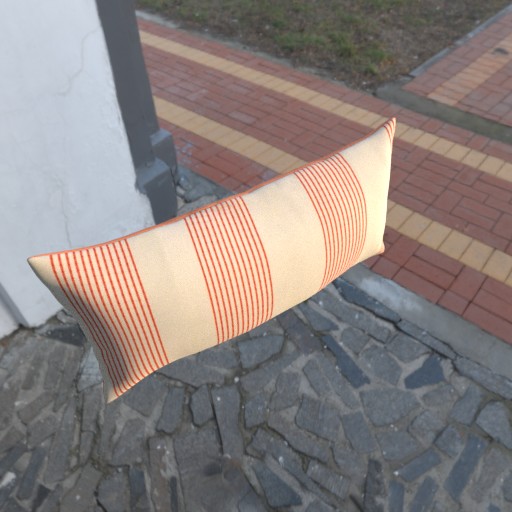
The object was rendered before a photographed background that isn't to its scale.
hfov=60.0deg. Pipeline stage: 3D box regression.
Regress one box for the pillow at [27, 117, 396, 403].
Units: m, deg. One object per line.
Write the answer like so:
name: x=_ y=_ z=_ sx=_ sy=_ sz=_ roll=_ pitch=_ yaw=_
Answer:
pillow: x=0.000 y=0.000 z=0.726 sx=0.608 sy=0.292 sz=0.156 roll=-26 pitch=52 yaw=-22
